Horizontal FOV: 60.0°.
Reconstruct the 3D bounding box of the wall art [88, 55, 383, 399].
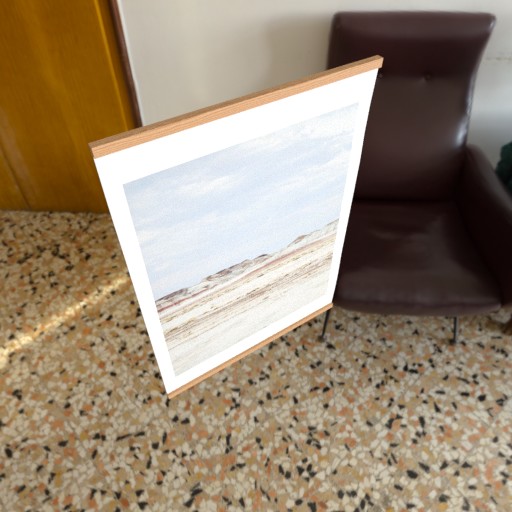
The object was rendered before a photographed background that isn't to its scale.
[{"bbox_3d":[0.000,0.000,1.331,0.739,1.016,0.020,-25,51,-22],"label":"wall art"}]
